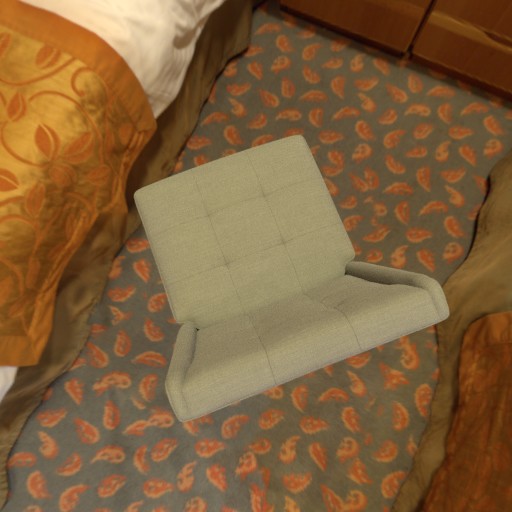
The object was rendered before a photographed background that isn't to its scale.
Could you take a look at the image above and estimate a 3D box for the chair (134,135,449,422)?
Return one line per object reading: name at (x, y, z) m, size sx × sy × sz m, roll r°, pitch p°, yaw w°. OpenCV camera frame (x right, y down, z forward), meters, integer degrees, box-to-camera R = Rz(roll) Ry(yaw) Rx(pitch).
chair at (0.000, 0.000, 1.292) m, size 0.569 × 0.853 × 0.676 m, roll -20°, pitch 77°, yaw -5°
